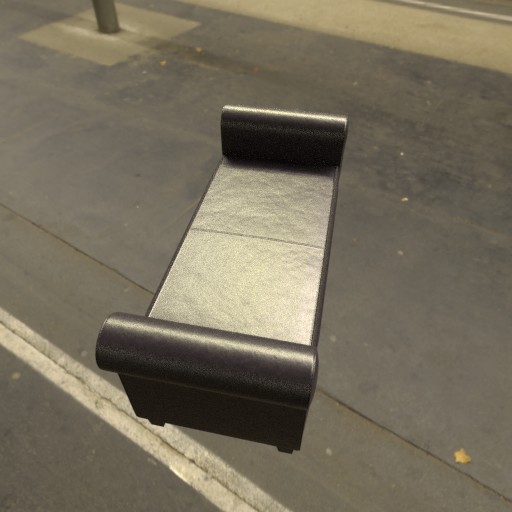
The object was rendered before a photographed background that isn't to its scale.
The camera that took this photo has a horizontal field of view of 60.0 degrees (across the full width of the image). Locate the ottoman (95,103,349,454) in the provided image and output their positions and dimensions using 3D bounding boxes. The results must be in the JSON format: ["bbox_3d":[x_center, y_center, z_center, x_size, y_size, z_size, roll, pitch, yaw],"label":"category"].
[{"bbox_3d":[0.000,0.000,1.581,0.521,0.547,1.256,8,46,8],"label":"ottoman"}]
